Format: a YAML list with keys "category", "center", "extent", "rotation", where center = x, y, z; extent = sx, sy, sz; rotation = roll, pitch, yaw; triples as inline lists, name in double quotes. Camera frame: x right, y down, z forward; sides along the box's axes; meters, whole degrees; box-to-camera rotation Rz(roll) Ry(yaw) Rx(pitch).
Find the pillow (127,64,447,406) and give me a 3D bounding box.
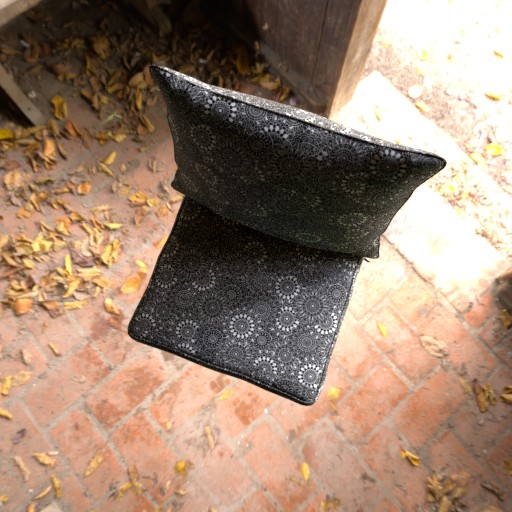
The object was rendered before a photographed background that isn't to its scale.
- category: "pillow"
  center: [0.000, 0.000, 1.343]
  extent: [0.798, 0.722, 0.740]
  rotation: [20, 77, 5]
